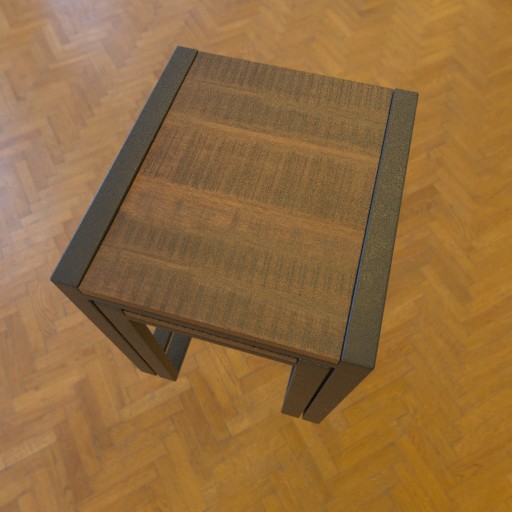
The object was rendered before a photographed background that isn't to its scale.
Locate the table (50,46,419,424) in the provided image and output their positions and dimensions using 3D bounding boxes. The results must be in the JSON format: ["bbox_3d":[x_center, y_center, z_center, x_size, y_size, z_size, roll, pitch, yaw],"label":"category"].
[{"bbox_3d":[0.000,0.000,0.932,0.449,0.550,0.500,14,63,7],"label":"table"}]
